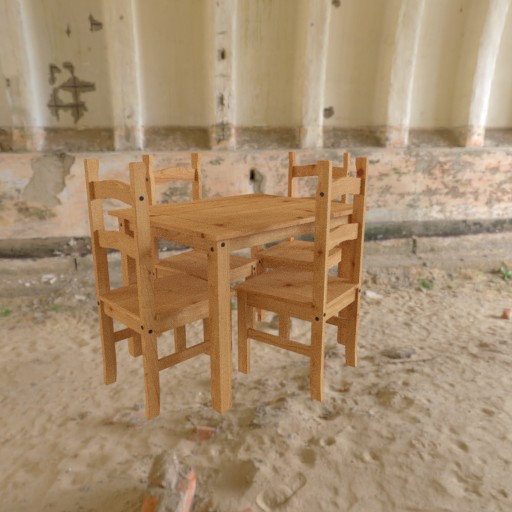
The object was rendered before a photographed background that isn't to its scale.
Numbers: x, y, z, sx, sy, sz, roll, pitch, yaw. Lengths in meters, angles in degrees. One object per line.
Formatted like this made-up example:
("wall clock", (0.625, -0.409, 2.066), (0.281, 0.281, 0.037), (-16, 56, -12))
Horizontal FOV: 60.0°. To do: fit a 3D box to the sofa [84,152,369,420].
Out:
("sofa", (0.000, 0.000, 2.264), (1.529, 1.000, 1.144), (-14, 20, -43))
